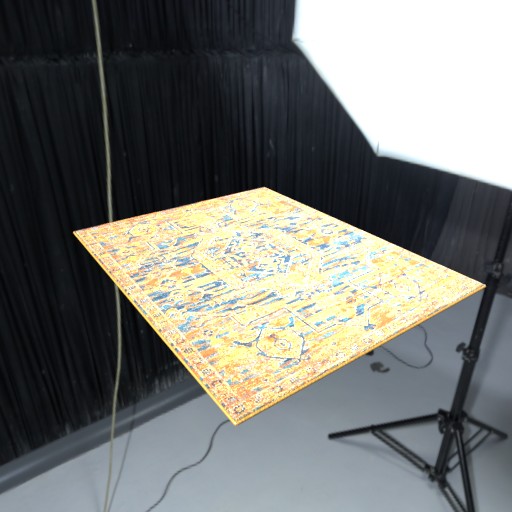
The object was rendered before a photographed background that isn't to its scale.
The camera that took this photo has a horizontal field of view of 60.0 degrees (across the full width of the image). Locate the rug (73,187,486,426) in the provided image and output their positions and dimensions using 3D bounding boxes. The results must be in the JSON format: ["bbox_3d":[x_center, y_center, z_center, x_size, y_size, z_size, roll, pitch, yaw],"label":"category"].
[{"bbox_3d":[0.000,0.000,4.068,2.435,0.031,3.040,-18,33,-31],"label":"rug"}]
